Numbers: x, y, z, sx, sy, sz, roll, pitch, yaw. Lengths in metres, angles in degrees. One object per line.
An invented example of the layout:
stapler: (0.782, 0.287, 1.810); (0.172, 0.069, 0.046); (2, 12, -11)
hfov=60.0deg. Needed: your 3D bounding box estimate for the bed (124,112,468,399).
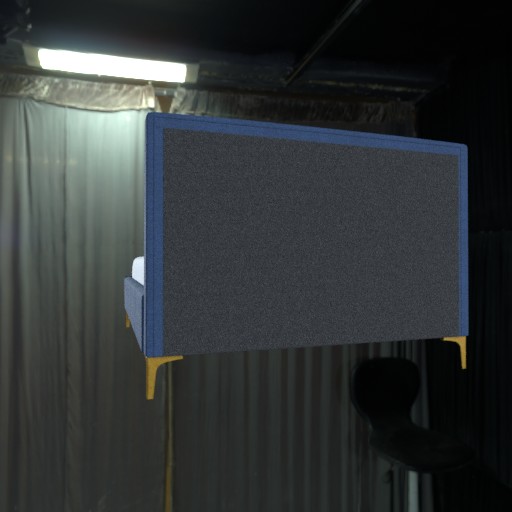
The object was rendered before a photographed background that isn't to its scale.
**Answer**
bed: (0.000, 0.000, 3.146); (1.723, 1.231, 2.172); (0, -1, -19)
